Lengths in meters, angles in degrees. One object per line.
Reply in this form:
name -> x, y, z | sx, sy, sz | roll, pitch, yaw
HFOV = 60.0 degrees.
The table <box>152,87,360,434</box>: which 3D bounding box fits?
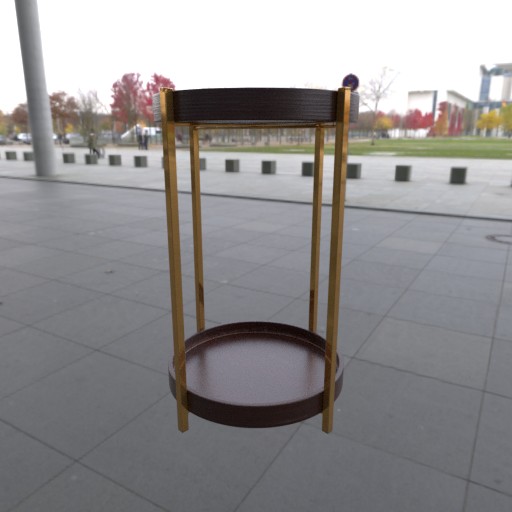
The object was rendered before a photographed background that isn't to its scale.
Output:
table -> 0.000, 0.000, 0.890 | 0.400, 0.610, 0.400 | -15, 21, -42
